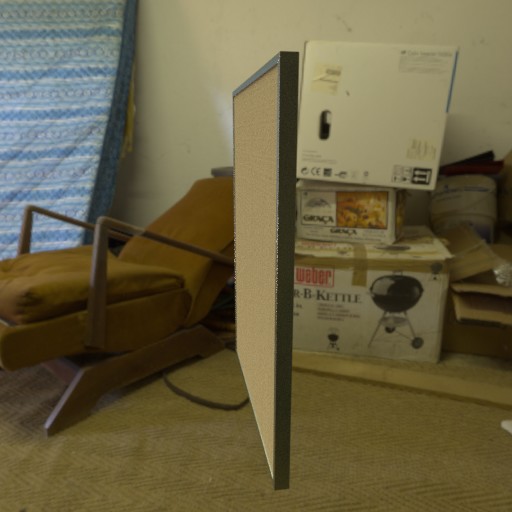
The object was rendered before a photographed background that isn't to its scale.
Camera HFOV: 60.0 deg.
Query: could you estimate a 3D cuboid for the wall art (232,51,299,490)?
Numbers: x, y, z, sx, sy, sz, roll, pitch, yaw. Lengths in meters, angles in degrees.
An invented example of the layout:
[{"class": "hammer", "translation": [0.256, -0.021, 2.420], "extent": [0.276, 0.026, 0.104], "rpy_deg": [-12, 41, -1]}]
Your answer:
[{"class": "wall art", "translation": [0.000, 0.000, 1.413], "extent": [0.041, 1.062, 0.803], "rpy_deg": [-3, 15, -9]}]
